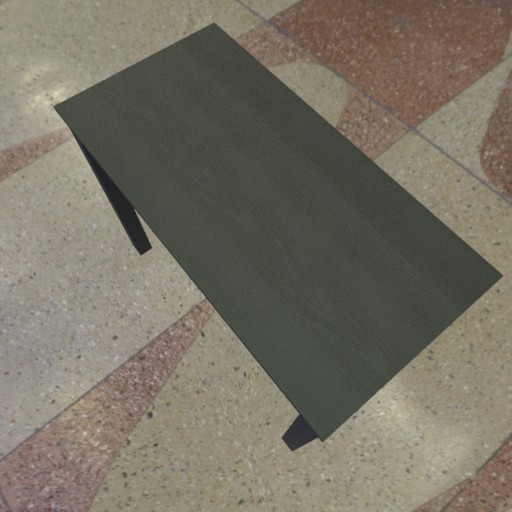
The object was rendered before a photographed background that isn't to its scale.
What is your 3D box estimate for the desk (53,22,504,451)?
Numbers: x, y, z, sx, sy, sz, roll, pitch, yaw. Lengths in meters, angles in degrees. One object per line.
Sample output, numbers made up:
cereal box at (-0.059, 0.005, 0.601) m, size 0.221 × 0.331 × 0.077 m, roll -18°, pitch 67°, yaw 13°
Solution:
desk at (0.000, 0.000, 1.346) m, size 0.499 × 0.762 × 0.991 m, roll -36°, pitch 69°, yaw -16°
